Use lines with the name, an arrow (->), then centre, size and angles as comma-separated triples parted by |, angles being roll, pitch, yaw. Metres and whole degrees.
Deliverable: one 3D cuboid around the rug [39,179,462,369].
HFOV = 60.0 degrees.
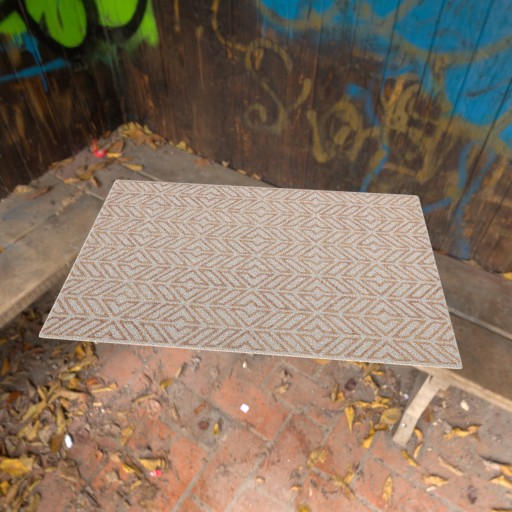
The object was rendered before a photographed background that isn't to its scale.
rug -> 0.000, 0.000, 3.049 | 2.438, 0.008, 1.523 | 4, 47, 3
